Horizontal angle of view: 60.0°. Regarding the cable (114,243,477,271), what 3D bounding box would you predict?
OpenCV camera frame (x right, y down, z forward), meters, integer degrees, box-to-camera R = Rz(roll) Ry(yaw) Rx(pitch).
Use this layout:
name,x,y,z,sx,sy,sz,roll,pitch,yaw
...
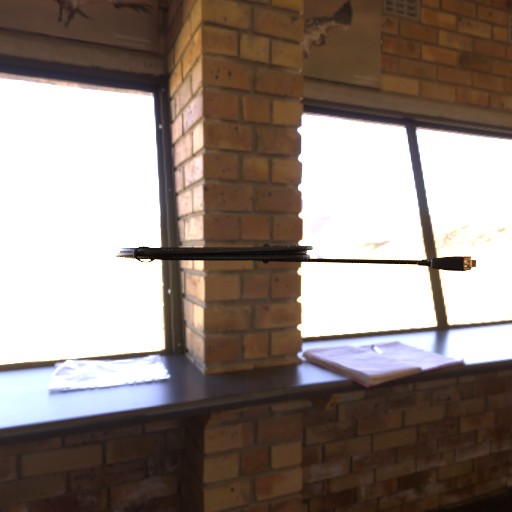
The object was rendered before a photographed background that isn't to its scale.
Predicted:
name,x,y,z,sx,sy,sz,roll,pitch,yaw
cable,0.000,0.000,0.512,0.422,0.030,0.257,1,2,36
